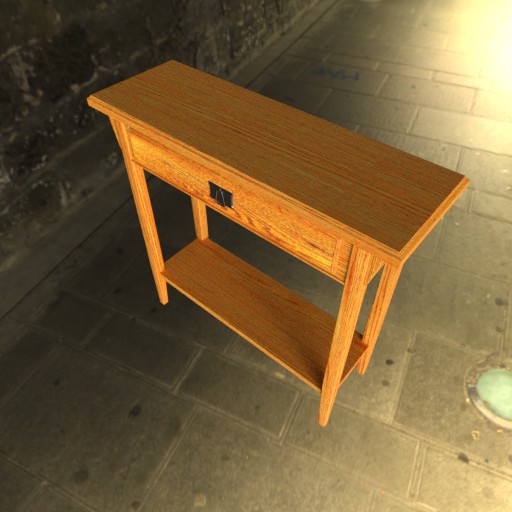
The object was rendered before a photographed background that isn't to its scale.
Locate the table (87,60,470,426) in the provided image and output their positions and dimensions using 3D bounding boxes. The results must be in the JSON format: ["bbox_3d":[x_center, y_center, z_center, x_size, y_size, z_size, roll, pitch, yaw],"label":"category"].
[{"bbox_3d":[0.000,0.000,1.126,0.762,0.711,0.254,31,54,26],"label":"table"}]
